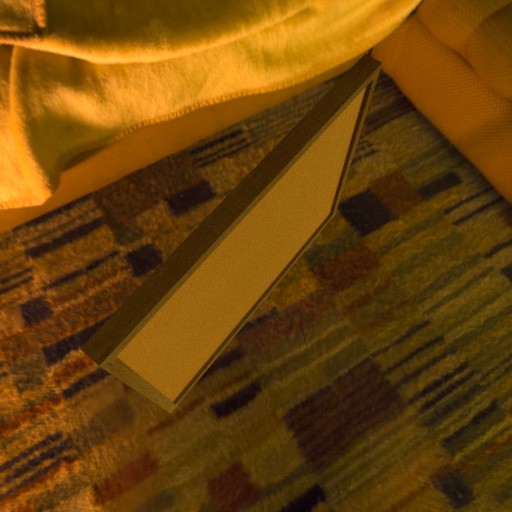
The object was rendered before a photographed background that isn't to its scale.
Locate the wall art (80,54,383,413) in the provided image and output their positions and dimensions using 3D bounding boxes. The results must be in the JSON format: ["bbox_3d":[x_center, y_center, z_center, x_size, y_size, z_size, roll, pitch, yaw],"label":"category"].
[{"bbox_3d":[0.000,0.000,1.765,0.070,1.009,1.320,35,69,16],"label":"wall art"}]
